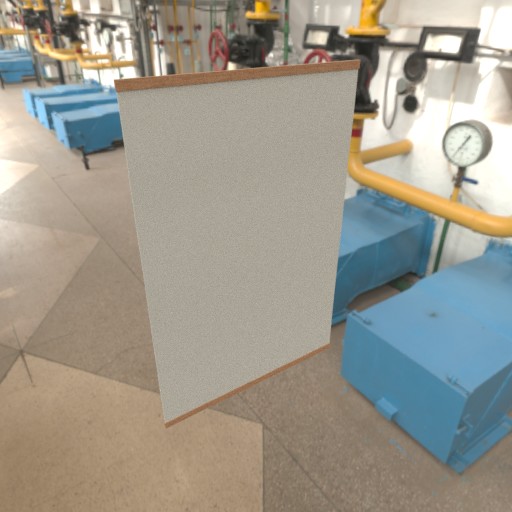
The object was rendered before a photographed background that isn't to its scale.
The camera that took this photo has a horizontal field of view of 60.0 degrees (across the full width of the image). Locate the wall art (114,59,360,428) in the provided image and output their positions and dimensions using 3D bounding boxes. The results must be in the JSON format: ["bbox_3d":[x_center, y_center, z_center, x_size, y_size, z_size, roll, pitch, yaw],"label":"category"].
[{"bbox_3d":[0.000,0.000,1.941,1.019,1.527,0.019,-18,34,-29],"label":"wall art"}]
